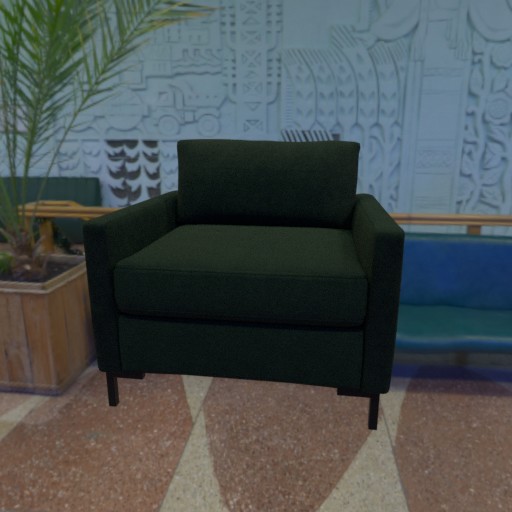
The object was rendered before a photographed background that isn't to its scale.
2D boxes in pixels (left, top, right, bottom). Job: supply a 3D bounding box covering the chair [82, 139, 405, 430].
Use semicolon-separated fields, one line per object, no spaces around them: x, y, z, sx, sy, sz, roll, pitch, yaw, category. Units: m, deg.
0.000;0.000;1.690;0.963;0.861;0.866;2;15;8;chair
